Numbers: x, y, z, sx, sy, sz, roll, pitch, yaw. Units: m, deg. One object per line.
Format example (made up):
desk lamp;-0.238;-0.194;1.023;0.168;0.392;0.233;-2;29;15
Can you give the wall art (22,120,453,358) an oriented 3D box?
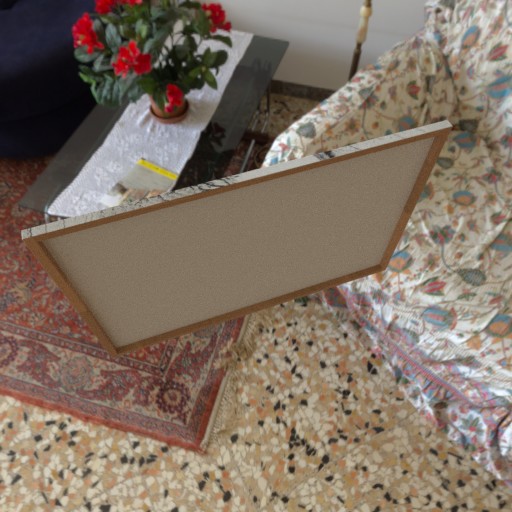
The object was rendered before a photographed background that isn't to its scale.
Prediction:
wall art;0.000;0.000;1.152;0.914;0.607;0.023;-17;58;-11
